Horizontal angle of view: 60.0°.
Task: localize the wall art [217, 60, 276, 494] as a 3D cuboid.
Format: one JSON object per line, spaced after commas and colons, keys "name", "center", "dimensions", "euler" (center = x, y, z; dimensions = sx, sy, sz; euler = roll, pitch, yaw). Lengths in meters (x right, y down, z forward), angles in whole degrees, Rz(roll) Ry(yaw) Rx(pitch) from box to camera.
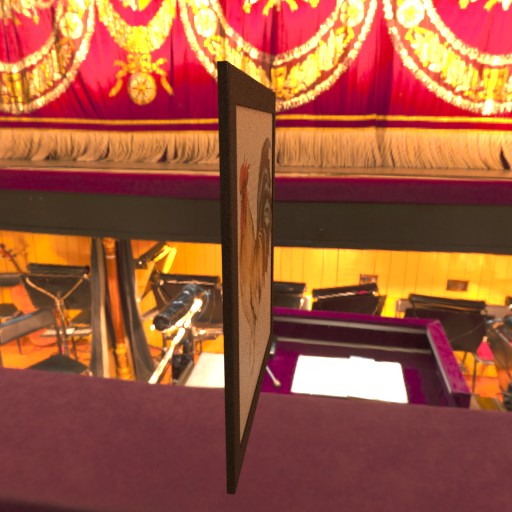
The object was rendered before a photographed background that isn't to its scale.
{"name": "wall art", "center": [0.000, 0.000, 0.777], "dimensions": [0.013, 0.570, 0.476], "euler": [2, 16, 8]}
